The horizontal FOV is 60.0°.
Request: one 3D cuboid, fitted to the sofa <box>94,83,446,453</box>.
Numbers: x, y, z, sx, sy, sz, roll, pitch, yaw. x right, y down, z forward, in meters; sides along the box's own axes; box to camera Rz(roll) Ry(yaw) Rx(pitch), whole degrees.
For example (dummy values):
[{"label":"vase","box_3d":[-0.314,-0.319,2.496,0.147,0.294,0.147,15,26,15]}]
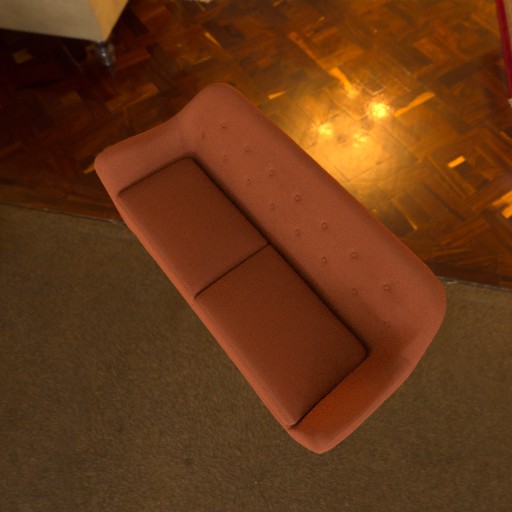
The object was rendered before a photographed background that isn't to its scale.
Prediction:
[{"label":"sofa","box_3d":[0.000,0.000,2.301,0.820,0.836,1.840,-35,68,-16]}]
